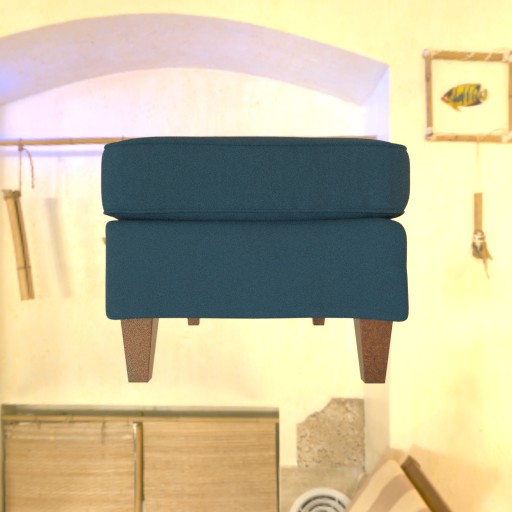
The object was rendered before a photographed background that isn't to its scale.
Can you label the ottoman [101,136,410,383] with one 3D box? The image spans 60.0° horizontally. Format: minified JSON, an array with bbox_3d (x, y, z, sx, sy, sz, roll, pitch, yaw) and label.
[{"bbox_3d":[0.000,0.000,1.218,0.583,0.484,0.862,0,-1,0],"label":"ottoman"}]
